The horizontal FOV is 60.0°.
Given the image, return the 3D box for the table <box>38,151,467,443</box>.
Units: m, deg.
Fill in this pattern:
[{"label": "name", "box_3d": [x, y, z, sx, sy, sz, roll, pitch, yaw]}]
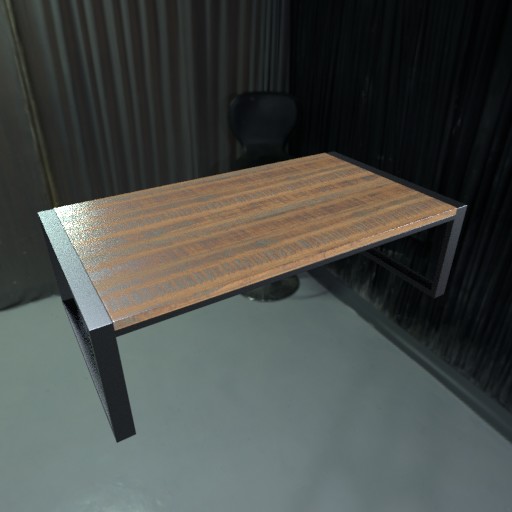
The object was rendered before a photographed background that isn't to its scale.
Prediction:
[{"label": "table", "box_3d": [0.000, 0.000, 1.692, 1.350, 0.400, 0.750, -17, 35, -27]}]
